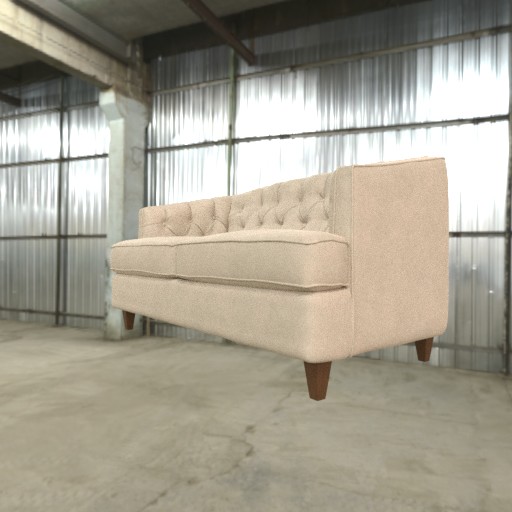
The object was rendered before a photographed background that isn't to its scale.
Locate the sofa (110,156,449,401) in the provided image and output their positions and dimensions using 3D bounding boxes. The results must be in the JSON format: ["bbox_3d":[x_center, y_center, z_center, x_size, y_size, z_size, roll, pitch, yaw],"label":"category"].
[{"bbox_3d":[0.000,0.000,2.219,0.940,0.878,1.731,0,0,-37],"label":"sofa"}]
